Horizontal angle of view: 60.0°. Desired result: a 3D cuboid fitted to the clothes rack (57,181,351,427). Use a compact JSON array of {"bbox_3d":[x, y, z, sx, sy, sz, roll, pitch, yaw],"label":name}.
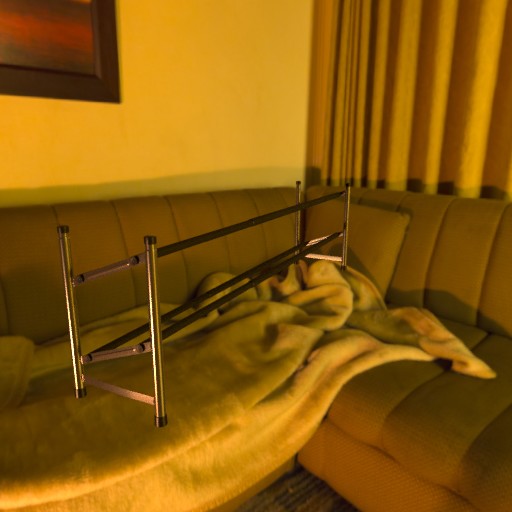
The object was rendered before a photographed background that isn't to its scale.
[{"bbox_3d":[0.000,0.000,1.301,0.229,0.349,1.168,7,16,26],"label":"clothes rack"}]
